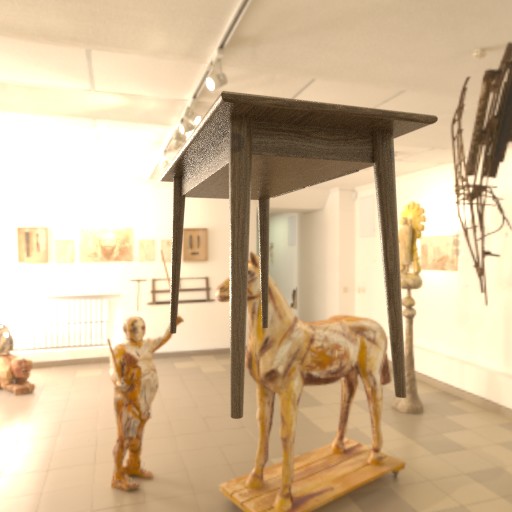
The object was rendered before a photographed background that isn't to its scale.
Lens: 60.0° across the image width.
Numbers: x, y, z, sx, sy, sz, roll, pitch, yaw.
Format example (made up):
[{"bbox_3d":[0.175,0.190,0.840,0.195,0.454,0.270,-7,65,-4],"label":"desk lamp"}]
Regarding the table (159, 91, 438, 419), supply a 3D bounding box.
[{"bbox_3d":[0.000,0.000,1.721,0.599,0.780,1.300,0,1,-18],"label":"table"}]
